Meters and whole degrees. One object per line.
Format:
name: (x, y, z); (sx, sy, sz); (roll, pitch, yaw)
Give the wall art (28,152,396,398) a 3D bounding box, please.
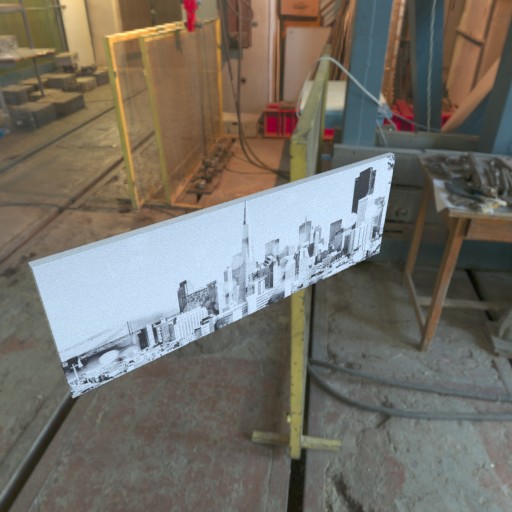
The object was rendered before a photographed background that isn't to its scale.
wall art: (0.000, 0.000, 1.711); (1.520, 0.507, 0.039); (-22, 38, -31)
